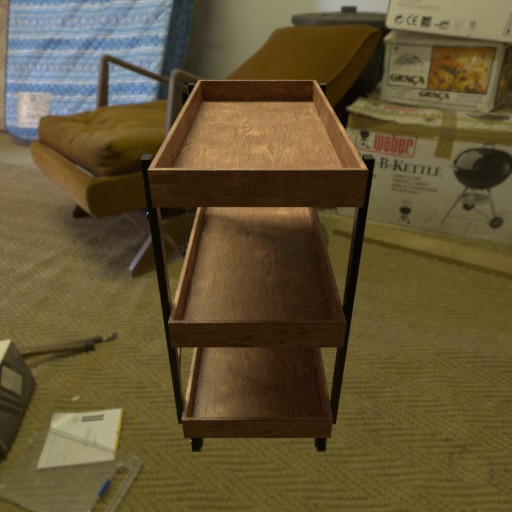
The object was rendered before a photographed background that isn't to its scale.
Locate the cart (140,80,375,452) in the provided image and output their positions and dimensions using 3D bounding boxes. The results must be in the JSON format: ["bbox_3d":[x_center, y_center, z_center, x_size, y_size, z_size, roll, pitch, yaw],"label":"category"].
[{"bbox_3d":[0.000,0.000,1.249,0.411,0.800,0.750,0,32,0],"label":"cart"}]
